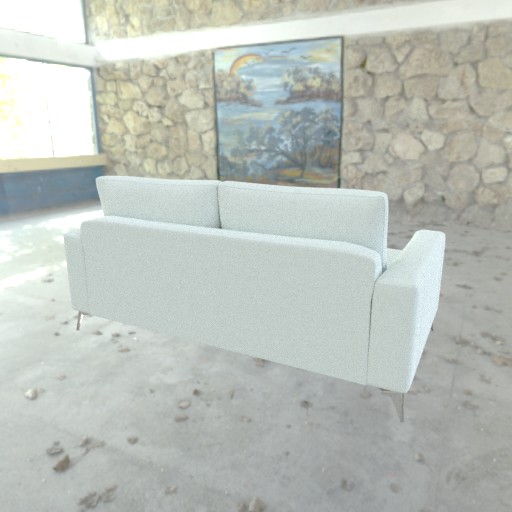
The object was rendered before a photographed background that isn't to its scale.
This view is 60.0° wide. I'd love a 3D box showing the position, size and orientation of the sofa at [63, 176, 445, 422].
[{"bbox_3d":[0.000,0.000,2.188,1.650,0.790,0.920,8,17,27],"label":"sofa"}]
